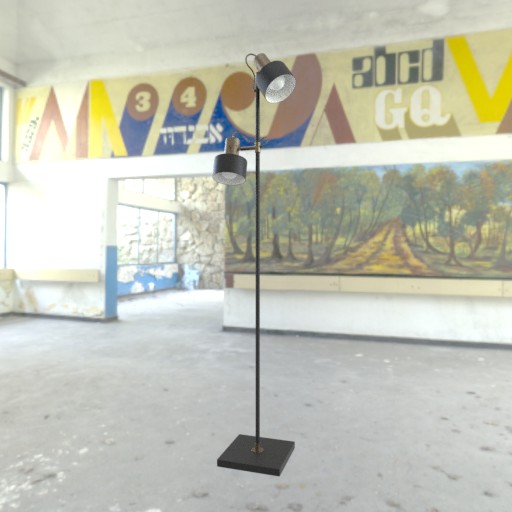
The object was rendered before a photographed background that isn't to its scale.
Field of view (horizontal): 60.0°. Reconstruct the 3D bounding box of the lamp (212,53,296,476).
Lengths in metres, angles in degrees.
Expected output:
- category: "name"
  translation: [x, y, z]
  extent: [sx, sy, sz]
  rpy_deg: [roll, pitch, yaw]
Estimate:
- category: "lamp"
  translation: [0.000, 0.000, 1.654]
  extent: [0.315, 1.505, 0.233]
  rpy_deg: [0, 1, 18]
